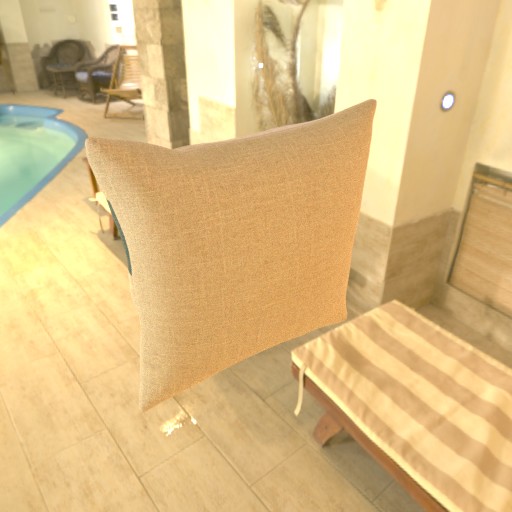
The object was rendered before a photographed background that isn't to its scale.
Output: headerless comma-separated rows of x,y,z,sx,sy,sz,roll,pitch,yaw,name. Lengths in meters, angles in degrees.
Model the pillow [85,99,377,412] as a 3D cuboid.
0.000,0.000,0.642,0.414,0.399,0.173,-18,34,-28,pillow
